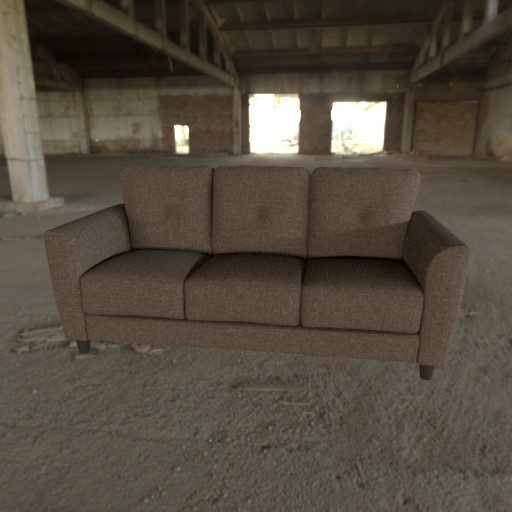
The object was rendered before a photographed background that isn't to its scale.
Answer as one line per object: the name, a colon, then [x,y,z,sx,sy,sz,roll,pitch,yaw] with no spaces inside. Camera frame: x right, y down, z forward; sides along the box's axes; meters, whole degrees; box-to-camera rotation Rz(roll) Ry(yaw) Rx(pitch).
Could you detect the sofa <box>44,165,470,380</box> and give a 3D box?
sofa: [0.000,0.000,2.305,1.847,0.891,0.837,2,16,8]
